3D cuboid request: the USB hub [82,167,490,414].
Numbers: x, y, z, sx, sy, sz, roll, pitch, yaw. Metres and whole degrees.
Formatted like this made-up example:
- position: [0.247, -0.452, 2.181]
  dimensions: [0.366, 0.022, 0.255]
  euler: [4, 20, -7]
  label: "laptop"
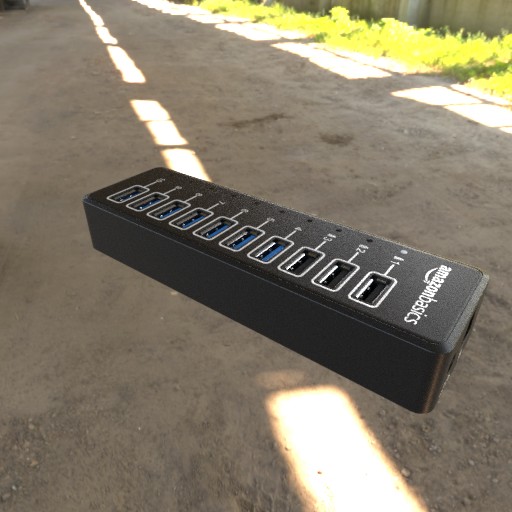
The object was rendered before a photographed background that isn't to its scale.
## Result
- position: [0.000, 0.000, 0.160]
  dimensions: [0.145, 0.023, 0.044]
  euler: [22, 39, 30]
  label: "USB hub"
